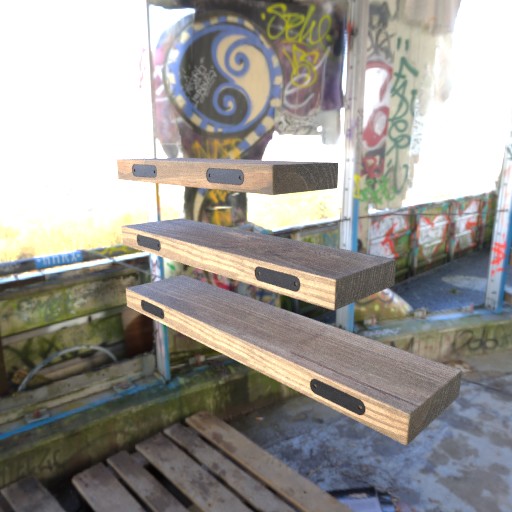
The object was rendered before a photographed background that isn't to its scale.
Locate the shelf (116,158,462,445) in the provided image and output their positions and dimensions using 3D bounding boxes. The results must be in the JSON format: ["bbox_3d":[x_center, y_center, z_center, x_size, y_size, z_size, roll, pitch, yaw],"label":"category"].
[{"bbox_3d":[0.000,0.000,0.703,0.140,0.293,0.610,-13,19,-43],"label":"shelf"}]
